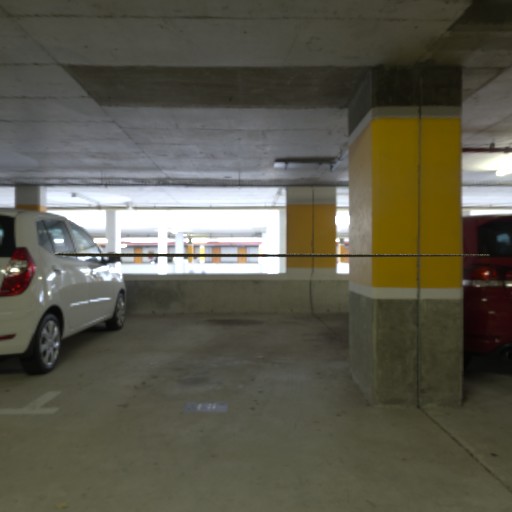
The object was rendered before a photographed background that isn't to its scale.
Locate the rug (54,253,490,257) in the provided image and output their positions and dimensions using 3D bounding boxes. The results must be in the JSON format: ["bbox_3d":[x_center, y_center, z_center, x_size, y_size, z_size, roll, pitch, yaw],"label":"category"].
[{"bbox_3d":[0.000,0.000,2.879,2.238,0.008,1.593,0,0,-19],"label":"rug"}]
